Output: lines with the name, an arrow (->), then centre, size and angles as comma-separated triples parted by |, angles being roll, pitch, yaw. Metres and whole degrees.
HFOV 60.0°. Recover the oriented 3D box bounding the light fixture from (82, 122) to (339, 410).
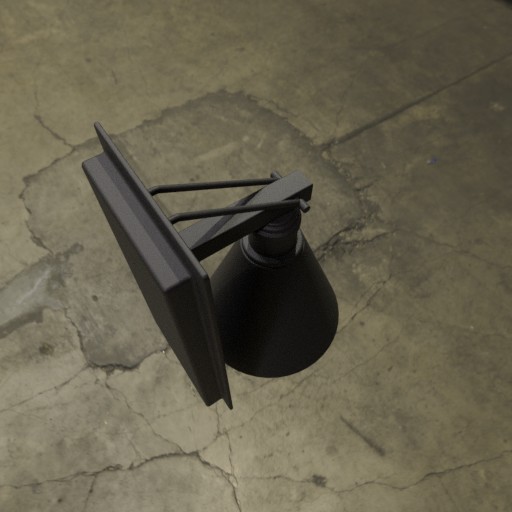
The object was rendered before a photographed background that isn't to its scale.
light fixture -> 0.000, 0.000, 0.418 | 0.207, 0.298, 0.170 | -30, 63, -17
